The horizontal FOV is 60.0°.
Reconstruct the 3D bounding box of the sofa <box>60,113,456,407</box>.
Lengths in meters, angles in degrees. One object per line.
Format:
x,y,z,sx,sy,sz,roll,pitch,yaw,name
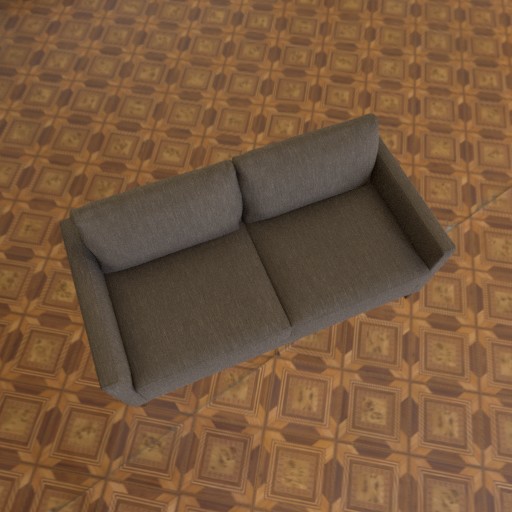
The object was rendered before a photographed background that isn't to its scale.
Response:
0.000,0.000,2.224,1.682,0.840,0.875,-20,65,-10,sofa
